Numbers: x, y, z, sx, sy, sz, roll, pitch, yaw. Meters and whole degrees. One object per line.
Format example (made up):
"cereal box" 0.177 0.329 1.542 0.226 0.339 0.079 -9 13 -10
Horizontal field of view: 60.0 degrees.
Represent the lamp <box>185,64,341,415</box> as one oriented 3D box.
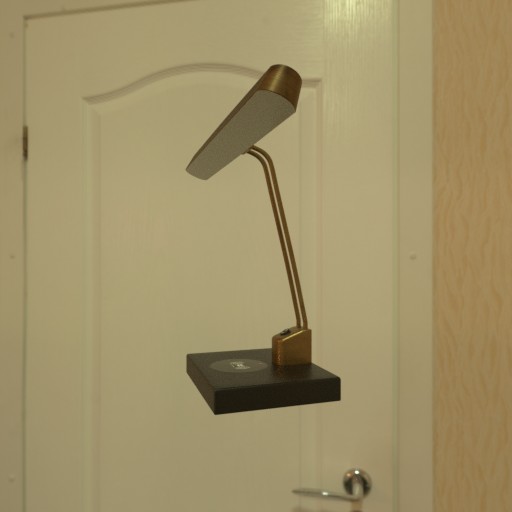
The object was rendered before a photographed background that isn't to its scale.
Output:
"lamp" 0.000 0.000 0.592 0.156 0.345 0.412 0 0 -18
